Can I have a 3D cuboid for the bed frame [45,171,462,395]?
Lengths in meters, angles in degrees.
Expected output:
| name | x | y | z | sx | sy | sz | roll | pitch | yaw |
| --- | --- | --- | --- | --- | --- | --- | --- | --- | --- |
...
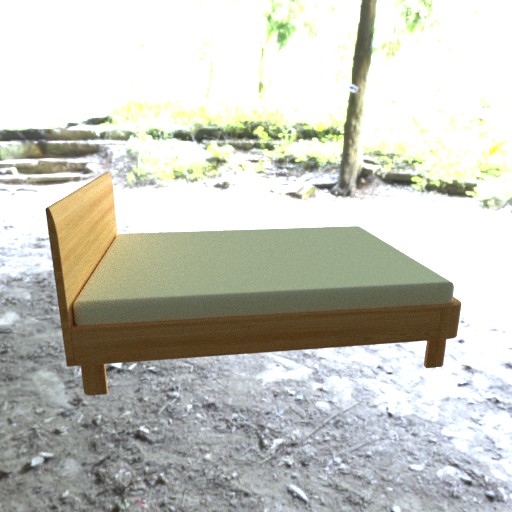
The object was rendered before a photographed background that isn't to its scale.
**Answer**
| name | x | y | z | sx | sy | sz | roll | pitch | yaw |
| --- | --- | --- | --- | --- | --- | --- | --- | --- | --- |
| bed frame | 0.000 | 0.000 | 2.816 | 1.992 | 0.940 | 1.472 | -2 | 17 | -8 |
